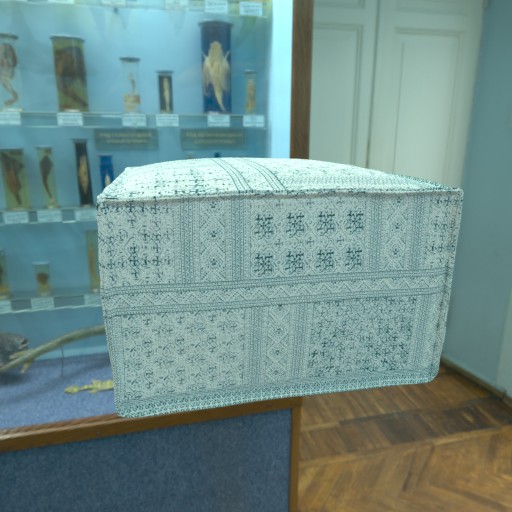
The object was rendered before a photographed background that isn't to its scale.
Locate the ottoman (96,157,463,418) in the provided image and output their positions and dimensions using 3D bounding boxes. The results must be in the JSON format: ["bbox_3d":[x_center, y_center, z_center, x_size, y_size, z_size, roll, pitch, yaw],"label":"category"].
[{"bbox_3d":[0.000,0.000,1.044,0.617,0.439,0.626,-3,16,-11],"label":"ottoman"}]
